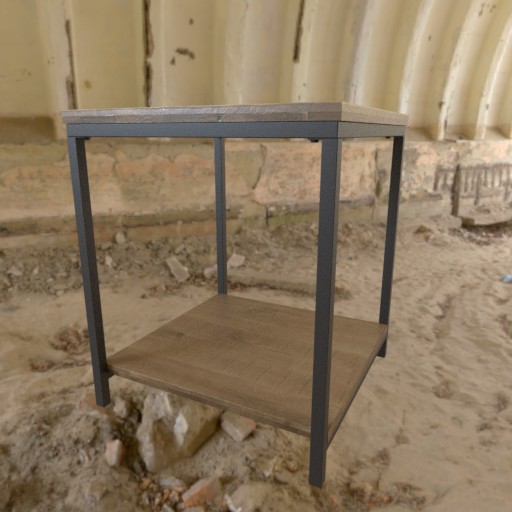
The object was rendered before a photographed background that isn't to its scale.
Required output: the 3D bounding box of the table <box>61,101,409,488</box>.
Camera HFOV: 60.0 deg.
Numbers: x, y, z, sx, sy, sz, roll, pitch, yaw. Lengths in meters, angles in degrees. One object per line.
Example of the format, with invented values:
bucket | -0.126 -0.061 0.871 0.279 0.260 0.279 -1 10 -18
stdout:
table | 0.000 0.000 0.957 0.503 0.589 0.507 8 17 26
